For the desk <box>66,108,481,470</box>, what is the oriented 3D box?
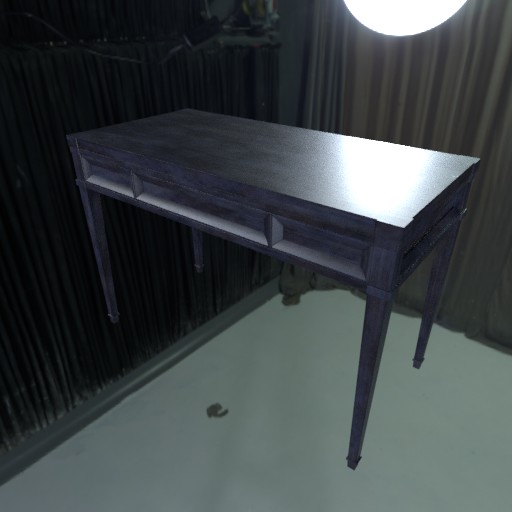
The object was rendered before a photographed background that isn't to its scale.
[{"bbox_3d":[0.000,0.000,1.721,1.289,0.861,0.630,21,35,32],"label":"desk"}]
